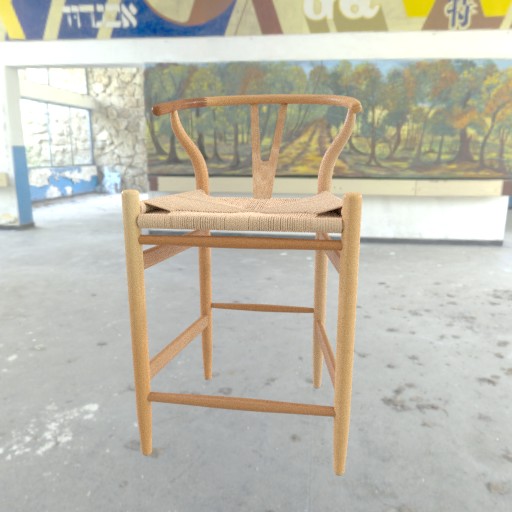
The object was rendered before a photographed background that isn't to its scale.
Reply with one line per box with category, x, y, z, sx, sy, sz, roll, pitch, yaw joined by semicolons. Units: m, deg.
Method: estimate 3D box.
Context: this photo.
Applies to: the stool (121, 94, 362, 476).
stool;0.000;0.000;1.245;0.536;0.923;0.575;2;13;8
